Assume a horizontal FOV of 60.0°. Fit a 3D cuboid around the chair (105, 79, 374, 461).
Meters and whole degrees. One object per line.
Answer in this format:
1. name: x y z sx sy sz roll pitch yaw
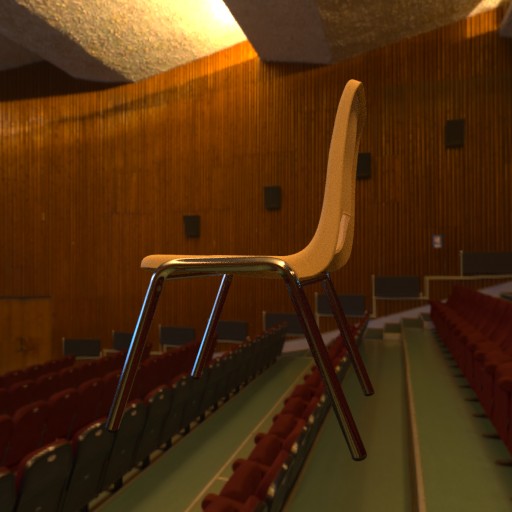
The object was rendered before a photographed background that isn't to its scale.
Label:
1. chair: 0.000 0.000 0.840 0.423 0.586 0.354 0 0 17
